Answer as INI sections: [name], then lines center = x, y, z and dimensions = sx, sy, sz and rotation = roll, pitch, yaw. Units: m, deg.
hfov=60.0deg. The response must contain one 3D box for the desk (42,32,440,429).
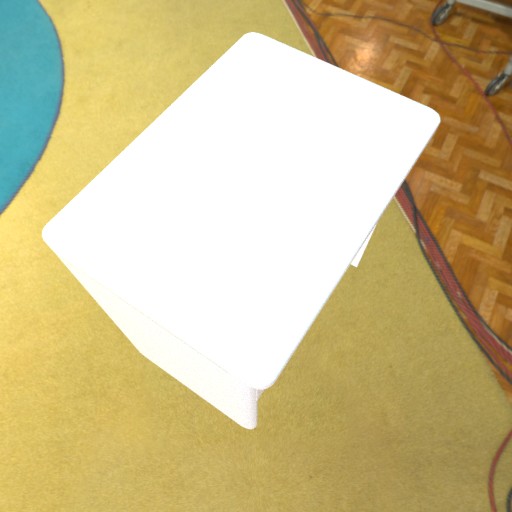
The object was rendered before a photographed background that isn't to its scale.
[desk]
center = 0.000, 0.000, 1.309
dimensions = 0.549, 0.800, 0.762
rotation = 31, 67, 15
